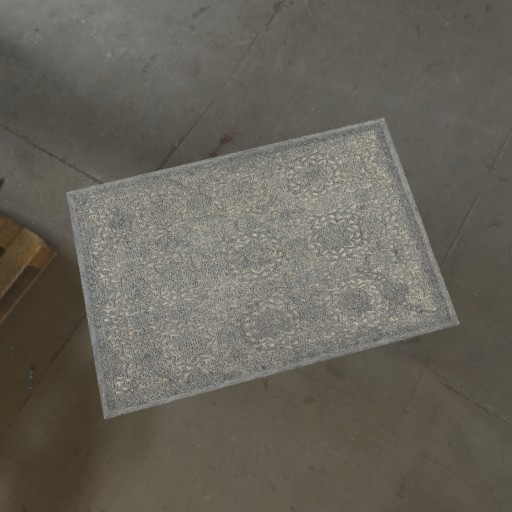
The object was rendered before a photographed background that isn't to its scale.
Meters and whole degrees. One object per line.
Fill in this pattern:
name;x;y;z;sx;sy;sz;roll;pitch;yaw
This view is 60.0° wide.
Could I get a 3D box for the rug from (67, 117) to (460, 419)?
rug;0.000;0.000;2.332;1.819;0.012;1.208;-14;76;-3
